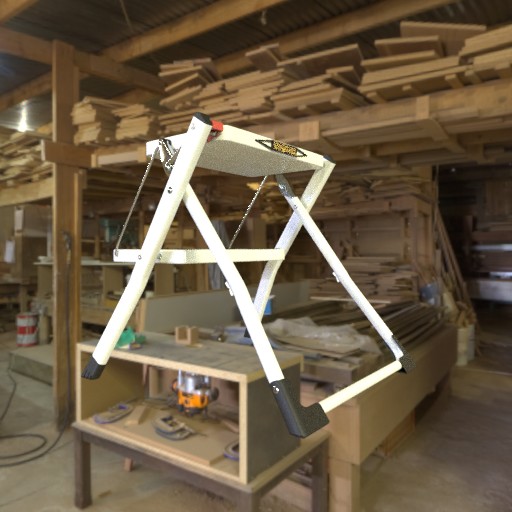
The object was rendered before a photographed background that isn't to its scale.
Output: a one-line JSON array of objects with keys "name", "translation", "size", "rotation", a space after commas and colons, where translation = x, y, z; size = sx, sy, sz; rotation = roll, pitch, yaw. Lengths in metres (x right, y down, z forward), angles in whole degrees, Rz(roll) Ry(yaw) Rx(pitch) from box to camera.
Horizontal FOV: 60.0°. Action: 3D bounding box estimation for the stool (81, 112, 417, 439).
[{"name": "stool", "translation": [0.000, 0.000, 0.865], "size": [0.490, 0.445, 0.485], "rotation": [1, 1, 38]}]
